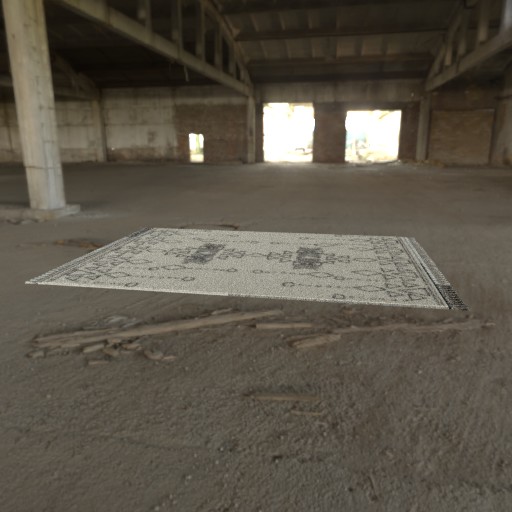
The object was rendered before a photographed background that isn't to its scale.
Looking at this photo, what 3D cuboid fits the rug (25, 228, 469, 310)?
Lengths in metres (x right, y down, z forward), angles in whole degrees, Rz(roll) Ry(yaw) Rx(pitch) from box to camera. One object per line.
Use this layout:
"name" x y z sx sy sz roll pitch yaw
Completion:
"rug" 0.000 0.000 3.016 2.312 0.013 1.600 3 15 10
